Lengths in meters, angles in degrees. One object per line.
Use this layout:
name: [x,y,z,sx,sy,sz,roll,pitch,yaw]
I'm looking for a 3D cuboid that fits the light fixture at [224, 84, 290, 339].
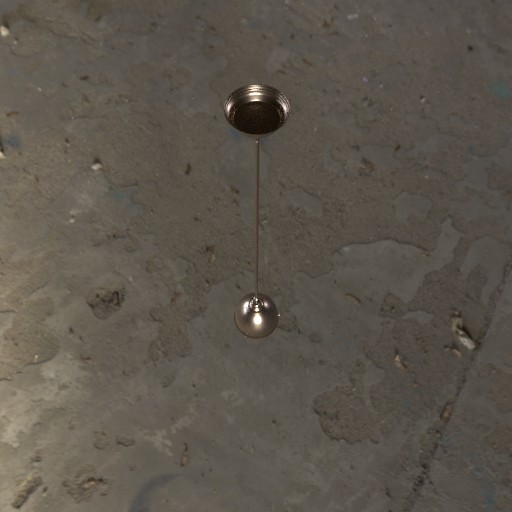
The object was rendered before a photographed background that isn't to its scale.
light fixture: [0.000,0.000,1.488,0.211,1.367,0.217,-35,70,-15]
